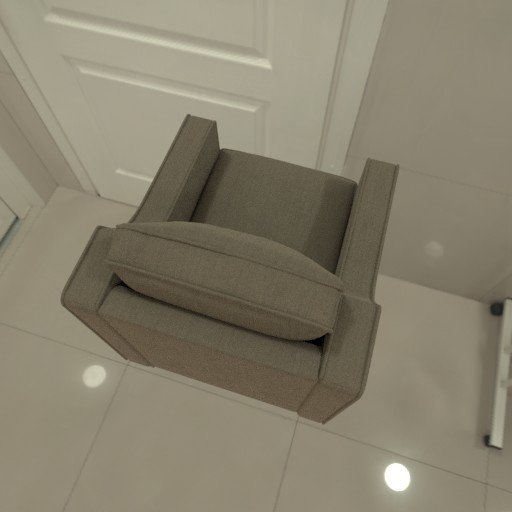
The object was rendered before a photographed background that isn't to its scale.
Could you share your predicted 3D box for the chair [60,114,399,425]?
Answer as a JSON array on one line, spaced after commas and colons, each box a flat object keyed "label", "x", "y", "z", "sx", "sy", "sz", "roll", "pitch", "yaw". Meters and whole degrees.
[{"label": "chair", "x": 0.000, "y": 0.000, "z": 1.627, "sx": 0.831, "sy": 0.960, "sz": 0.909, "roll": 16, "pitch": 64, "yaw": 8}]
